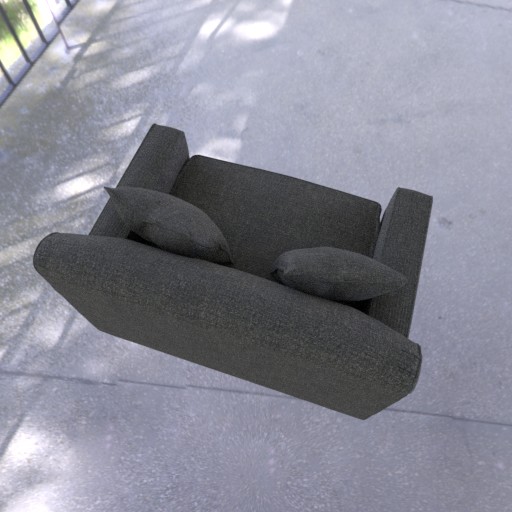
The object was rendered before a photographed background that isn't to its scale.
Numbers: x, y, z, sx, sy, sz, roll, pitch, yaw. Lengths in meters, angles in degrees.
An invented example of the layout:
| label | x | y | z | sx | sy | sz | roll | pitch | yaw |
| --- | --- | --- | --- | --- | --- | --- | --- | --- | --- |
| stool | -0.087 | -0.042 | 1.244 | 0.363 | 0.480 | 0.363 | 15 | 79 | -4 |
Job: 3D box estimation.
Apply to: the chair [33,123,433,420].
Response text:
| label | x | y | z | sx | sy | sz | roll | pitch | yaw |
| --- | --- | --- | --- | --- | --- | --- | --- | --- | --- |
| chair | 0.000 | 0.000 | 2.027 | 1.383 | 0.948 | 1.000 | 16 | 64 | 8 |
